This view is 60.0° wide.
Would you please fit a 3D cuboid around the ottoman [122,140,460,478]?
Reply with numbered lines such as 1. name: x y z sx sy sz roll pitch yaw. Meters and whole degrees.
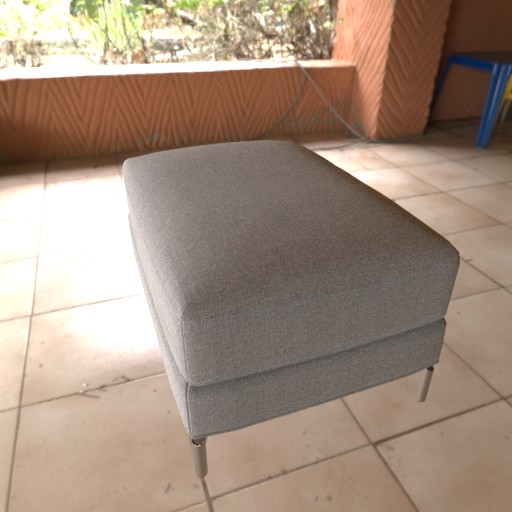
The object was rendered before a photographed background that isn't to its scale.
1. ottoman: 0.000 0.000 1.166 0.584 0.457 0.838 -11 32 -18
